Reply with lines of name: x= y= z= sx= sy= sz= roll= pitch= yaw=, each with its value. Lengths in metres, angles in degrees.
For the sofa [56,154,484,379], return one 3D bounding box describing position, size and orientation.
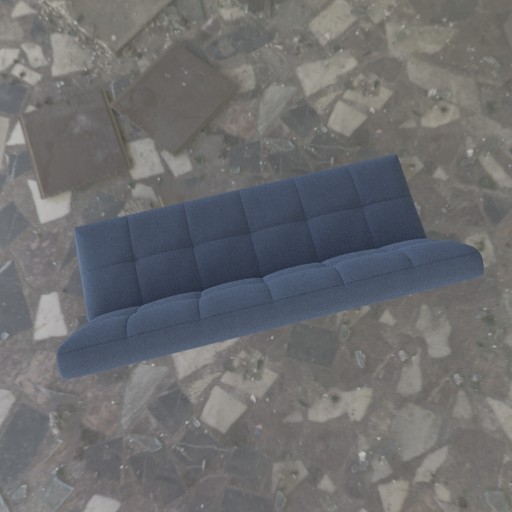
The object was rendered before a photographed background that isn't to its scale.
sofa: x=0.000 y=0.000 z=2.227 sx=1.800 sy=0.800 sz=0.796 roll=-13 pitch=76 yaw=-3
